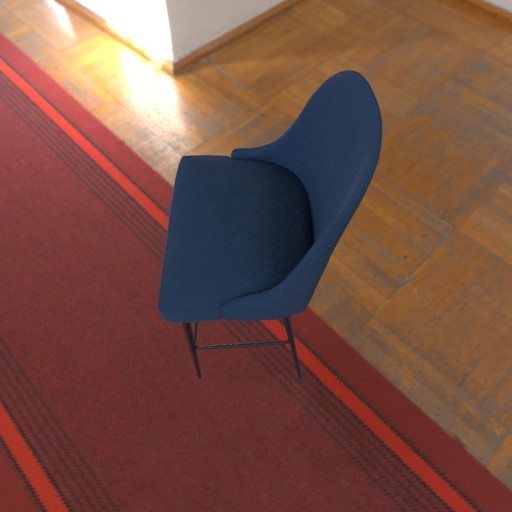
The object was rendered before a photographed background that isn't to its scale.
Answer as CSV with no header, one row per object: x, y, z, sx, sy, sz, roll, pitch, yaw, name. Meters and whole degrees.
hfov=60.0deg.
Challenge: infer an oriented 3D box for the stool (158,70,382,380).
0.000,0.000,1.328,0.489,1.079,0.527,1,59,1,stool
